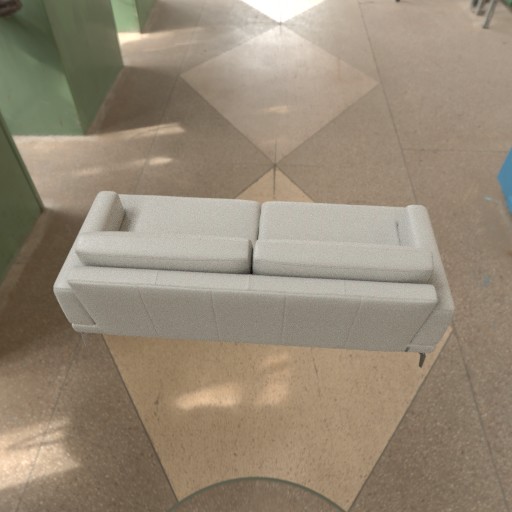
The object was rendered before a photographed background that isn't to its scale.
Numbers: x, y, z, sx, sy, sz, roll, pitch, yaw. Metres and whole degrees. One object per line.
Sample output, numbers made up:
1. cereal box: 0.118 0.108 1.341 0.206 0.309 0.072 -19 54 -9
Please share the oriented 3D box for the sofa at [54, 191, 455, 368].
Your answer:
1. sofa: 0.000 0.000 2.466 1.940 0.765 0.974 3 48 3
